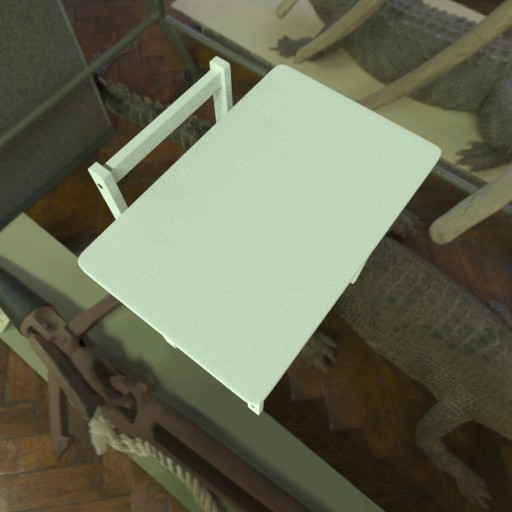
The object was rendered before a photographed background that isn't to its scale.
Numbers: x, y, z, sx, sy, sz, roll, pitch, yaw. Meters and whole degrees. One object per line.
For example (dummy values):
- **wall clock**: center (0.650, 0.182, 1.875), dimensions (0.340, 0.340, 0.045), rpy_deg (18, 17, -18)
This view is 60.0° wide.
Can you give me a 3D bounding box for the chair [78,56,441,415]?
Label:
- **chair**: center (0.000, 0.000, 1.054), dimensions (0.461, 0.673, 0.599), rpy_deg (35, 69, 15)
